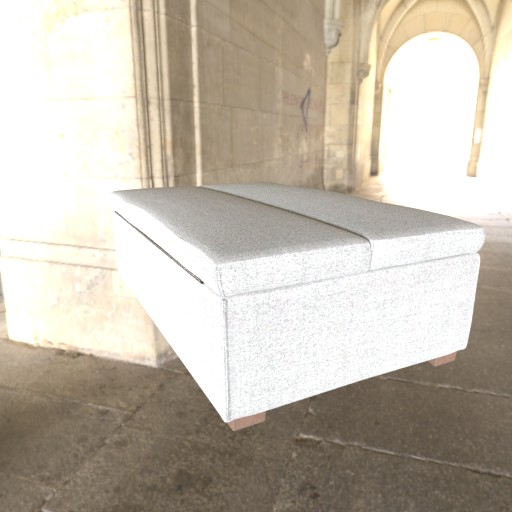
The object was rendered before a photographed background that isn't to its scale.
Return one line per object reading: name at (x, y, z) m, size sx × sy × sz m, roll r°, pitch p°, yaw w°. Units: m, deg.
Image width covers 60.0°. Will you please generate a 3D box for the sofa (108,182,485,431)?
sofa at (0.000, 0.000, 1.596) m, size 0.817 × 0.434 × 1.250 m, roll -8°, pitch 17°, yaw -26°
